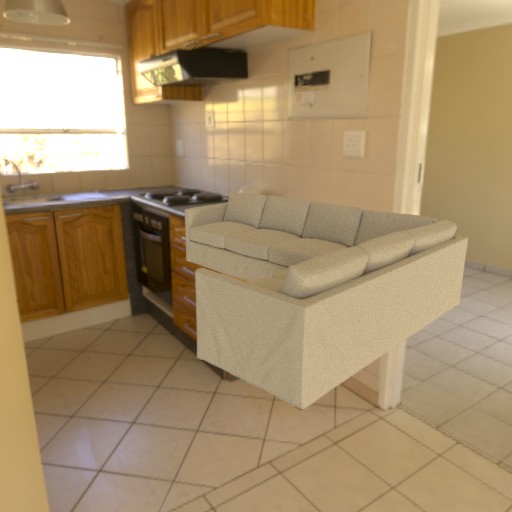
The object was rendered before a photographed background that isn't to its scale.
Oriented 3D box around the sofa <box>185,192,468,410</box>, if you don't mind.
[{"bbox_3d":[0.000,0.000,4.422,3.182,0.871,2.432,15,21,43],"label":"sofa"}]
